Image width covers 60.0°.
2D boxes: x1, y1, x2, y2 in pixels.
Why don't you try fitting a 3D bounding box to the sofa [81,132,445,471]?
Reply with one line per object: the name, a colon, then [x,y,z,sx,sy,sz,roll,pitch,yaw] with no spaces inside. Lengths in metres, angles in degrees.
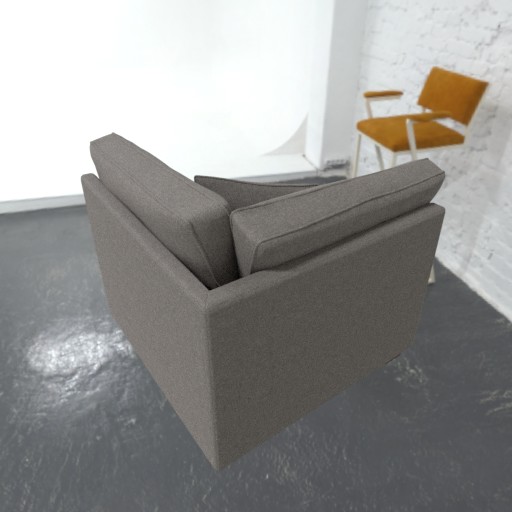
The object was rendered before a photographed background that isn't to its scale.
sofa: [0.000,0.000,1.868,1.050,0.951,1.042,-20,37,-30]
